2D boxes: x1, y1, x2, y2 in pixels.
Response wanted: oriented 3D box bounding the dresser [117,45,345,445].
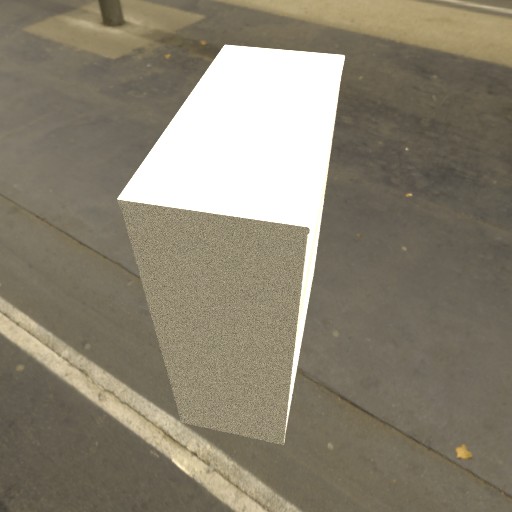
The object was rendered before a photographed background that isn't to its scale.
[{"bbox_3d":[0.000,0.000,1.484,0.380,1.040,0.800,9,47,9],"label":"dresser"}]
